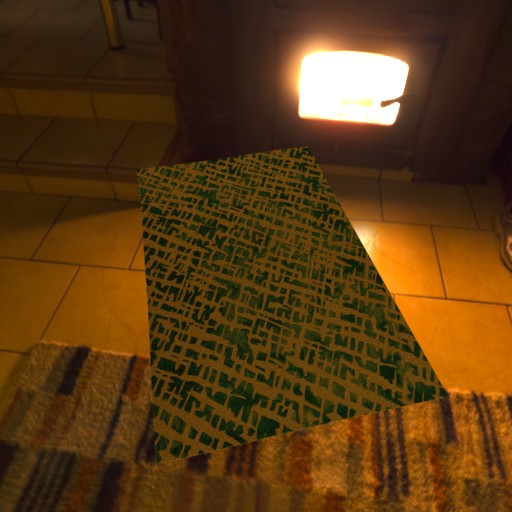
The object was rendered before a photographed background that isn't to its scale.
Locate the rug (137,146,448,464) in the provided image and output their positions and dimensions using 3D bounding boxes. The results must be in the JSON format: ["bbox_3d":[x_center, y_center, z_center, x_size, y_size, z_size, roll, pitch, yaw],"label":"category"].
[{"bbox_3d":[0.000,0.000,3.037,1.520,0.011,2.447,-9,47,-9],"label":"rug"}]
